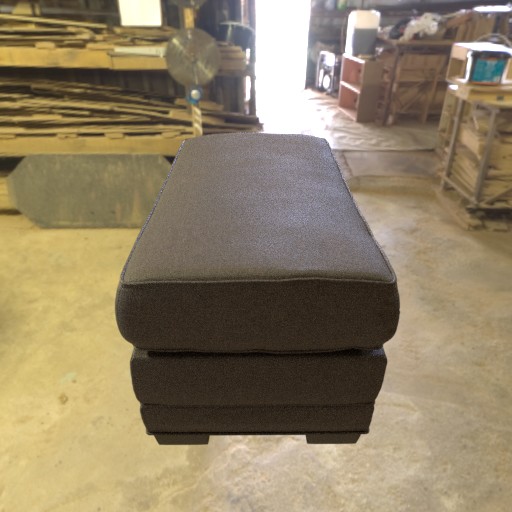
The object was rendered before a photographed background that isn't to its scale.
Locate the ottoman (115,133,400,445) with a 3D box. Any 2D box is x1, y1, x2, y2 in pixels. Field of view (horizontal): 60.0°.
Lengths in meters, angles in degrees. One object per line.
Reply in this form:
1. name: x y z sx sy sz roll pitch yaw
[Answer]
1. ottoman: 0.000 0.000 1.161 0.490 0.448 0.864 0 31 0
